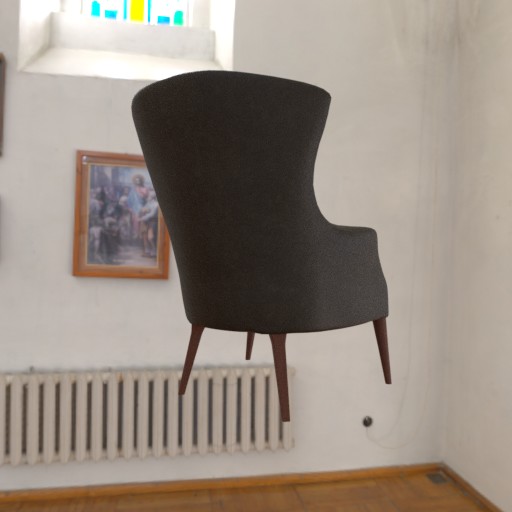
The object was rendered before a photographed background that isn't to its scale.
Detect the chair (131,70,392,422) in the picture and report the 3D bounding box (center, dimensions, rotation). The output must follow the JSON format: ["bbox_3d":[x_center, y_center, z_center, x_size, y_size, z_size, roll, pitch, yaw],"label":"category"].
[{"bbox_3d":[0.000,0.000,1.710,0.819,1.068,0.954,0,0,36],"label":"chair"}]
